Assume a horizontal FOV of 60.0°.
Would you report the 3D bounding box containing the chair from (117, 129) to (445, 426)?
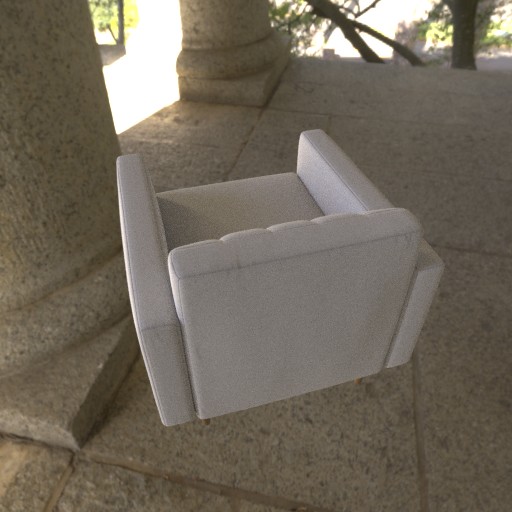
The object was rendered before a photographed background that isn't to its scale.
[{"bbox_3d":[0.000,0.000,1.708,0.953,0.819,0.998,-11,42,-12],"label":"chair"}]
